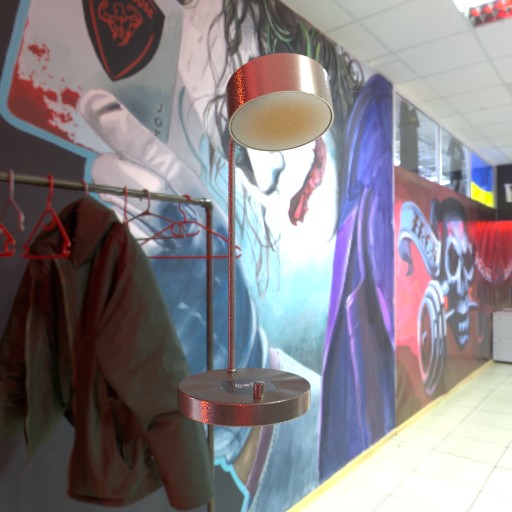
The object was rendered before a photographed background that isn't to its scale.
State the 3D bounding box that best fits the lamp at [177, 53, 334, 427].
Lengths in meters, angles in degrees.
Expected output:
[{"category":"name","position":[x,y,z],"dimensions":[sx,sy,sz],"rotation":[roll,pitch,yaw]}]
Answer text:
[{"category":"lamp","position":[0.000,0.000,0.654],"dimensions":[0.211,0.469,0.334],"rotation":[0,-1,-18]}]
